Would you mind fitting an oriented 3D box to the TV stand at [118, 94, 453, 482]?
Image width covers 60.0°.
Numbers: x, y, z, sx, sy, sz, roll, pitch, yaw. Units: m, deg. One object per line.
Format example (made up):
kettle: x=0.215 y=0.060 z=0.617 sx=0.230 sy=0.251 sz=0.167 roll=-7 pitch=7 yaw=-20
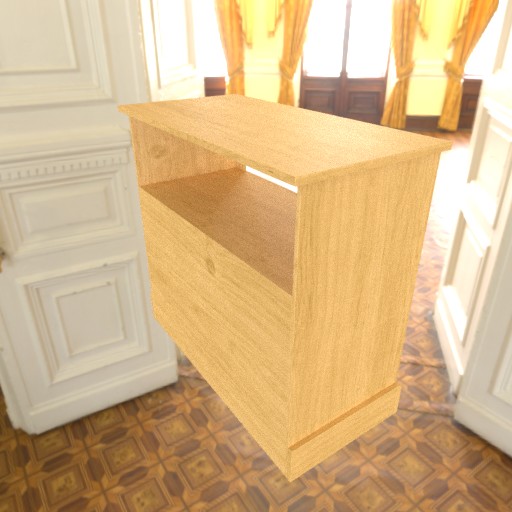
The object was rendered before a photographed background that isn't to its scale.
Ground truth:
TV stand: x=0.000 y=0.000 z=1.320 sx=0.430 sy=0.787 sz=0.851 roll=-18 pitch=33 yaw=-30
